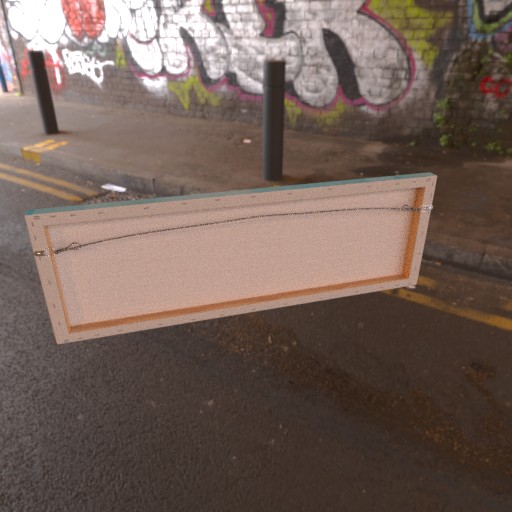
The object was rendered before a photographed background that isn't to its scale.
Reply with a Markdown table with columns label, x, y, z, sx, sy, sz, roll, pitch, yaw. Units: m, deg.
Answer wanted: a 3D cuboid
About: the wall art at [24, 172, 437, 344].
| label | x | y | z | sx | sy | sz | roll | pitch | yaw |
| --- | --- | --- | --- | --- | --- | --- | --- | --- | --- |
| wall art | 0.000 | 0.000 | 0.848 | 0.759 | 0.254 | 0.044 | -8 | 28 | -15 |
